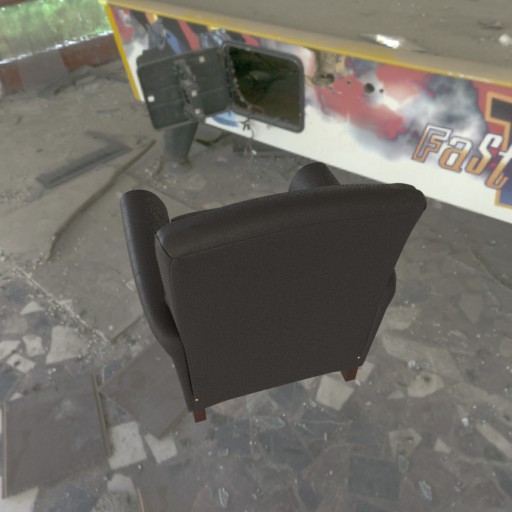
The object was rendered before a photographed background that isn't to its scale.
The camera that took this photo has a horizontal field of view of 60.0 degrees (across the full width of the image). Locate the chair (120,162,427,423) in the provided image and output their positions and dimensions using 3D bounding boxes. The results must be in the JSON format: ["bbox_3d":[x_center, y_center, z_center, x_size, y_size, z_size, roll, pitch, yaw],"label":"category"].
[{"bbox_3d":[0.000,0.000,1.758,0.978,1.061,0.902,-11,42,-12],"label":"chair"}]
